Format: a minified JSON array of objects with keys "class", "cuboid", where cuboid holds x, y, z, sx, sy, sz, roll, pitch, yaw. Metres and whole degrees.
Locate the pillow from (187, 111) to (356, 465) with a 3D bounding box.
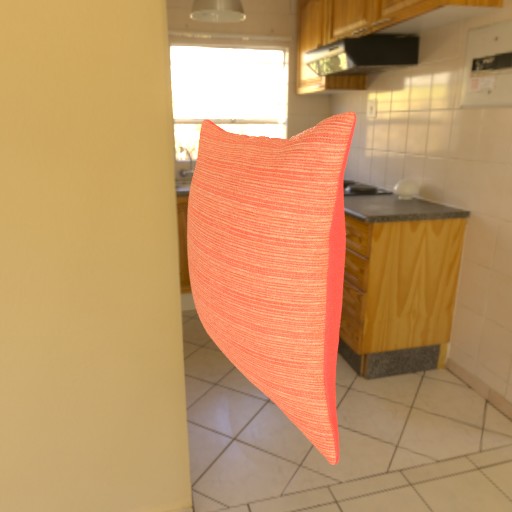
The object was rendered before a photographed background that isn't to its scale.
[{"class":"pillow","cuboid":[0.000,0.000,0.826,0.229,0.501,0.559,-8,18,-24]}]
